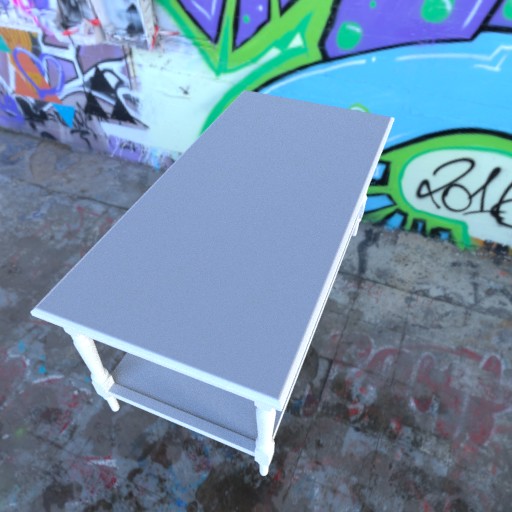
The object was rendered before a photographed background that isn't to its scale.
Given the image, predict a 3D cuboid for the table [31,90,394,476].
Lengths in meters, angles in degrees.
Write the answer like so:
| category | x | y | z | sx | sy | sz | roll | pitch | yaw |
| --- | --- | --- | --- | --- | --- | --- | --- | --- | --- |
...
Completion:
| category | x | y | z | sx | sy | sz | roll | pitch | yaw |
| --- | --- | --- | --- | --- | --- | --- | --- | --- | --- |
| table | 0.000 | 0.000 | 1.376 | 0.551 | 0.506 | 1.109 | 16 | 47 | 16 |
